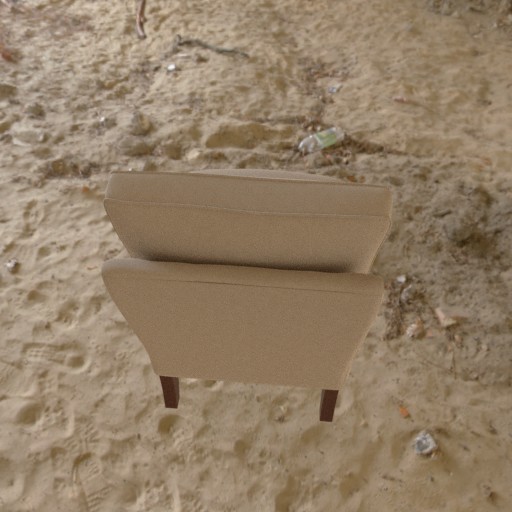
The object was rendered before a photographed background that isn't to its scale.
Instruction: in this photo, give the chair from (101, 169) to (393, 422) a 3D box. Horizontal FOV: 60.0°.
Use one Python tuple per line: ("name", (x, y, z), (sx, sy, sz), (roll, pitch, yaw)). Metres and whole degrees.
("chair", (0.000, 0.000, 1.628), (0.724, 1.052, 0.912), (4, 46, 4))
